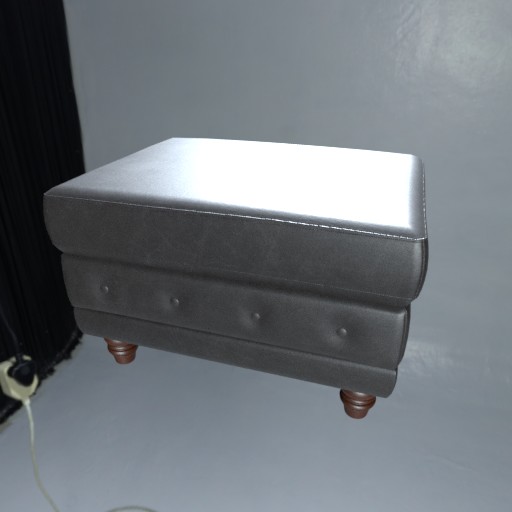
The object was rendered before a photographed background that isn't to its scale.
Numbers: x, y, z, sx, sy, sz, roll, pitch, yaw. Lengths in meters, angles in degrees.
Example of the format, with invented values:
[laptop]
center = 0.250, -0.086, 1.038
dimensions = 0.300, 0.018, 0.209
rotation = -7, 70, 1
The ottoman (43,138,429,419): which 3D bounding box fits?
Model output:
[ottoman]
center = 0.000, 0.000, 1.171
dimensions = 0.795, 0.498, 0.590
rotation = 8, 28, 16
